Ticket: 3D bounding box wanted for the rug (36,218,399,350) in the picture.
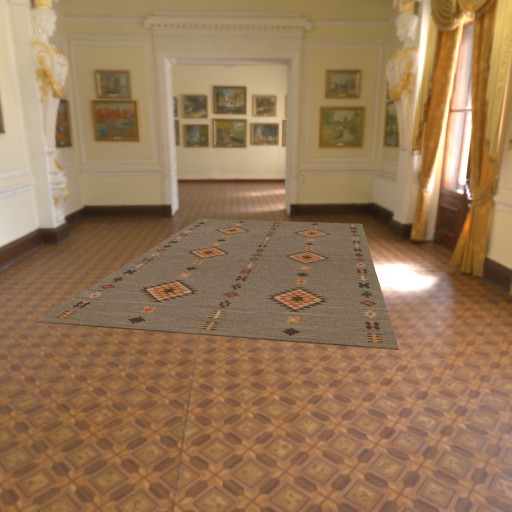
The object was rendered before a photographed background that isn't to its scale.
[{"bbox_3d":[0.000,0.000,2.949,1.515,0.007,2.427,3,16,9],"label":"rug"}]
